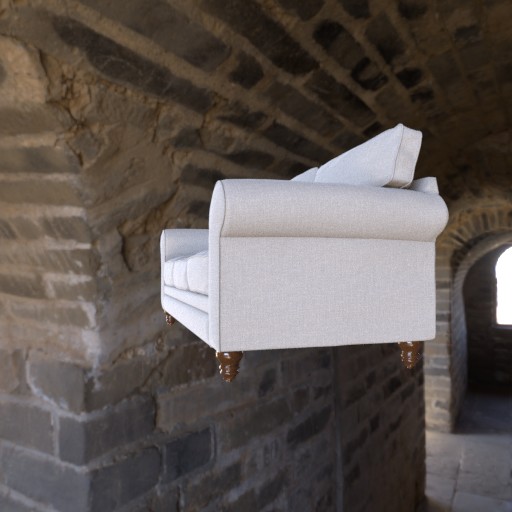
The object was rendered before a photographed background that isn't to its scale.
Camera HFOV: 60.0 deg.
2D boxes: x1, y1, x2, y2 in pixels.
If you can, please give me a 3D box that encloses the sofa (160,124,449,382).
[{"bbox_3d":[0.000,0.000,2.539,0.916,0.961,2.084,1,-2,-17],"label":"sofa"}]
